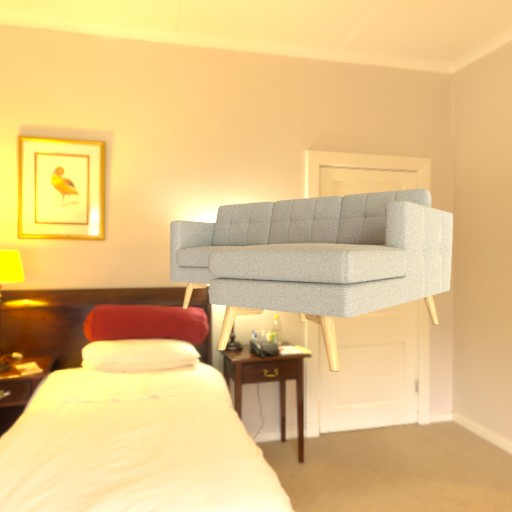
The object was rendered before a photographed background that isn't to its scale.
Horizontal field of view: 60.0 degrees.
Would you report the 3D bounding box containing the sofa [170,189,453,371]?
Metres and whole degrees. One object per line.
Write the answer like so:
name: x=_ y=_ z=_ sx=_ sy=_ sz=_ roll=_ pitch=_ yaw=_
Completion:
sofa: x=0.000 y=0.000 z=2.838 sx=2.040 sy=0.860 sz=1.530 roll=0 pitch=1 yaw=37
